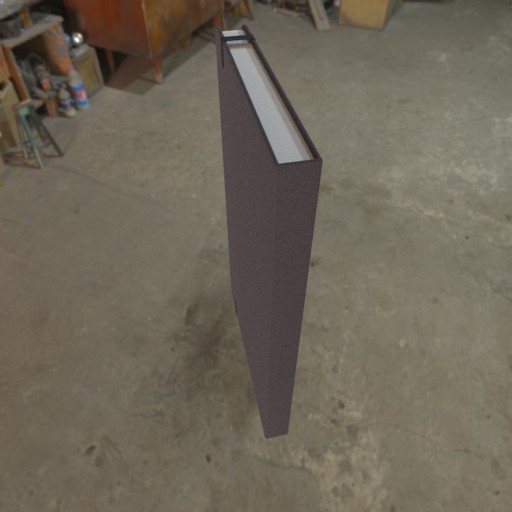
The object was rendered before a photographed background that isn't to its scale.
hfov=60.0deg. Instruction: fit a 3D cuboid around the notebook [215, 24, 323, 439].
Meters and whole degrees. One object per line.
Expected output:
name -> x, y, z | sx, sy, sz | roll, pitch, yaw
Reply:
notebook -> 0.000, 0.000, 0.256 | 0.016, 0.213, 0.127 | -9, 47, -8
